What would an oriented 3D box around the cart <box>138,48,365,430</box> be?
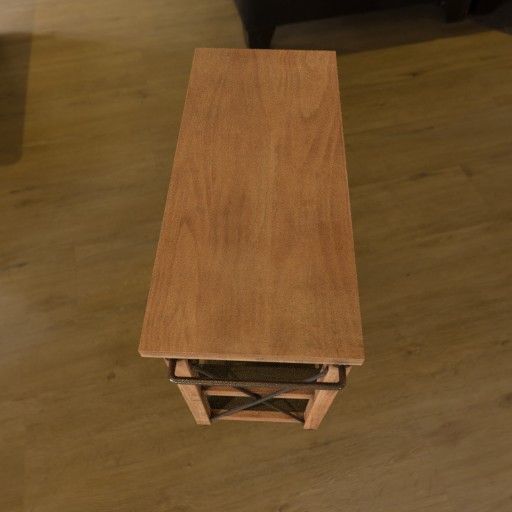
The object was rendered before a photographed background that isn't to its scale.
[{"bbox_3d":[0.000,0.000,0.963,0.298,0.554,0.686,2,58,1],"label":"cart"}]
